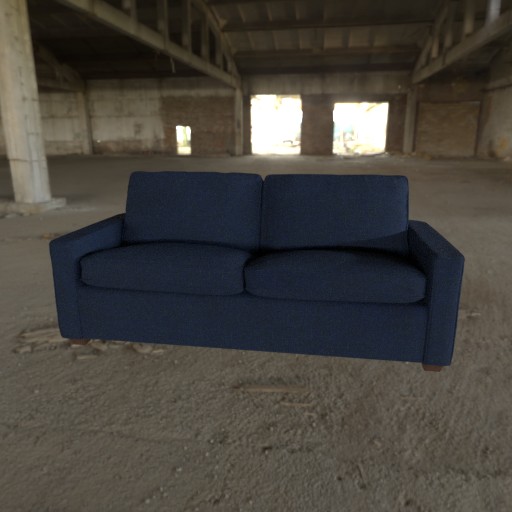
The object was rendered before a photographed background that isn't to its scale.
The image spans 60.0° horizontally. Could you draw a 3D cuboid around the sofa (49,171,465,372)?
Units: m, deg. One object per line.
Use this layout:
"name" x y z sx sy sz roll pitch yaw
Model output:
"sofa" 0.000 0.000 2.597 2.080 0.919 0.940 2 16 8
